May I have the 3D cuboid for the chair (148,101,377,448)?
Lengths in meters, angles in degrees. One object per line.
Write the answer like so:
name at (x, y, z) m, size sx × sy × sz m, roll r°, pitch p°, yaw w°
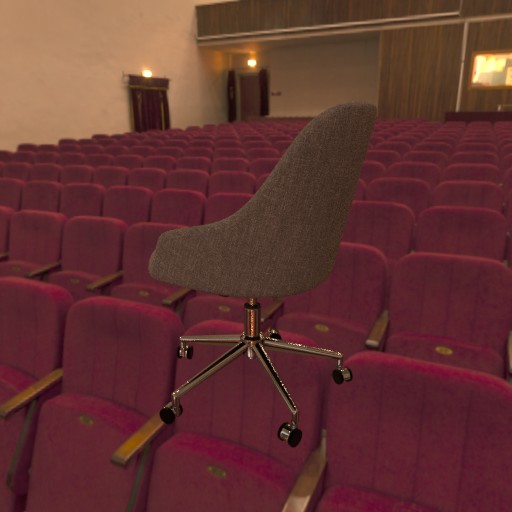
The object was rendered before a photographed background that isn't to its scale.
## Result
chair at (0.000, 0.000, 1.468) m, size 0.712 × 0.950 × 0.671 m, roll 8°, pitch 19°, yaw 25°
